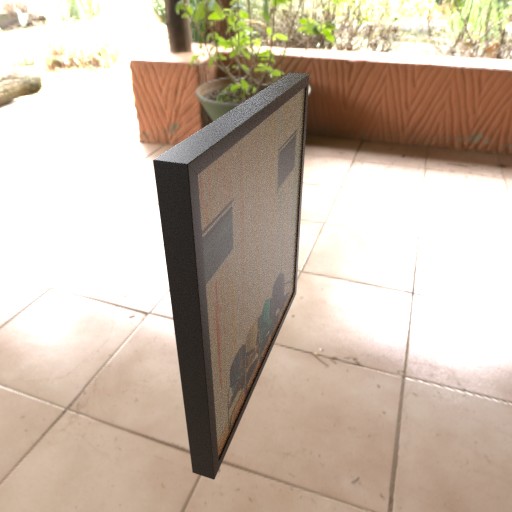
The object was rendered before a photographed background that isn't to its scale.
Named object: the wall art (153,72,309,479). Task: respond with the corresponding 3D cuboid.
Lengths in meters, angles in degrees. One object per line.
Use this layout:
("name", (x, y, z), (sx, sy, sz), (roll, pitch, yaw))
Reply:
("wall art", (0.000, 0.000, 0.757), (0.037, 0.506, 0.506), (10, 33, 16))
